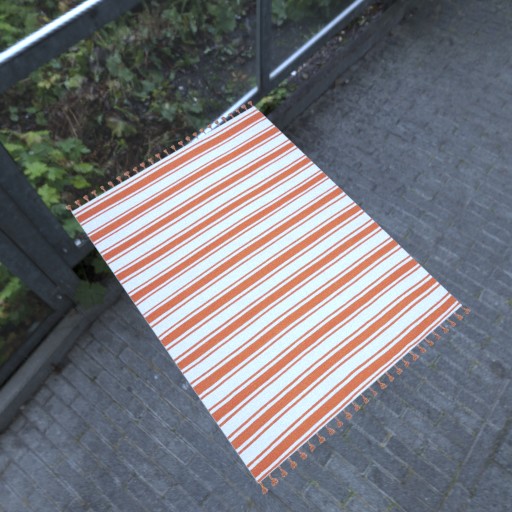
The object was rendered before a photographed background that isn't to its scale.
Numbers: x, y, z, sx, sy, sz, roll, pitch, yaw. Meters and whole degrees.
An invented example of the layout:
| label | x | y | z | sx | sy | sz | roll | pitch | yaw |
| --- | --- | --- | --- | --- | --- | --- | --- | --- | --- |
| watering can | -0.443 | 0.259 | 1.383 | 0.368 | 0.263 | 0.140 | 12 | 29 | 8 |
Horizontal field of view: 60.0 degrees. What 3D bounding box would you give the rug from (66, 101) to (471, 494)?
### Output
| label | x | y | z | sx | sy | sz | roll | pitch | yaw |
| --- | --- | --- | --- | --- | --- | --- | --- | --- | --- |
| rug | 0.000 | 0.000 | 4.377 | 2.451 | 0.035 | 3.369 | -35 | 68 | -16 |
